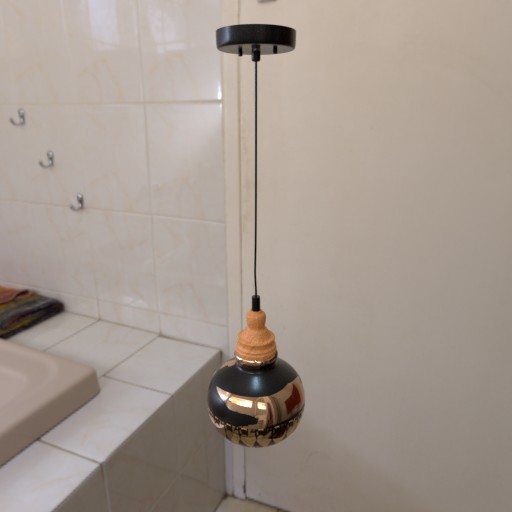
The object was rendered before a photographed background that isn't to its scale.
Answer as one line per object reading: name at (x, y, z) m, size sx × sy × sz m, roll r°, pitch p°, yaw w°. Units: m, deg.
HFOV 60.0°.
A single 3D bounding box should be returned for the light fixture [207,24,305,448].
light fixture at (0.000, 0.000, 1.756) m, size 0.430 × 1.606 × 0.430 m, roll 8°, pitch 19°, yaw 25°
